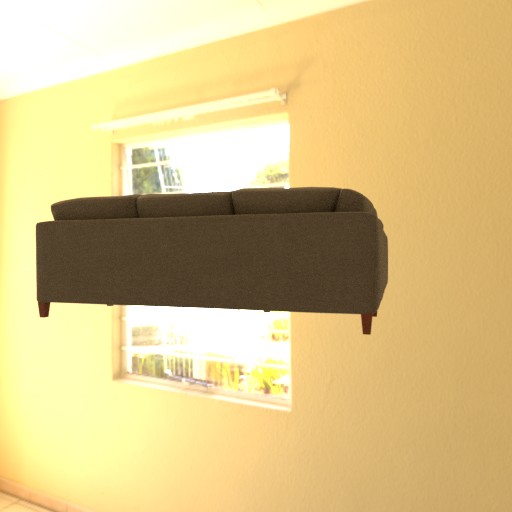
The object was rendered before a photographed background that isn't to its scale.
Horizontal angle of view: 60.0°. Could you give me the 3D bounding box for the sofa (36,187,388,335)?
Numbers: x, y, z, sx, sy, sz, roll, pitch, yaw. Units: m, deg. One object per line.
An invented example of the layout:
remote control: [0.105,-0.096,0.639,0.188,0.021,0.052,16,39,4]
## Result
sofa: [0.000,0.000,4.577,2.593,0.947,3.302,0,0,18]
